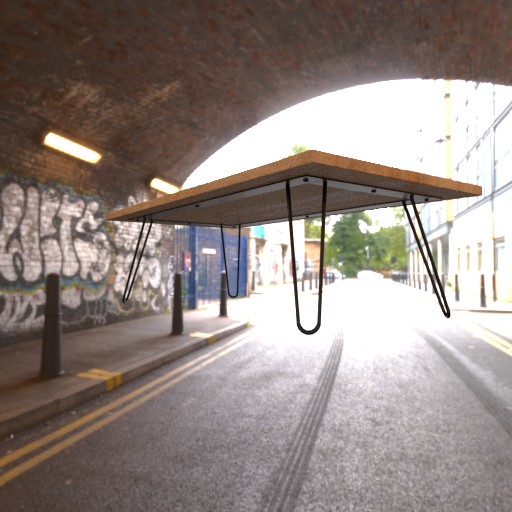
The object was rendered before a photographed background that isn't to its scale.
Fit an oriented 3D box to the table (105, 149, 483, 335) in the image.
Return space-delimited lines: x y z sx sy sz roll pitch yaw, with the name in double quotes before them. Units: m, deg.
"table" 0.000 0.000 1.661 0.699 0.400 1.348 1 -2 -36
